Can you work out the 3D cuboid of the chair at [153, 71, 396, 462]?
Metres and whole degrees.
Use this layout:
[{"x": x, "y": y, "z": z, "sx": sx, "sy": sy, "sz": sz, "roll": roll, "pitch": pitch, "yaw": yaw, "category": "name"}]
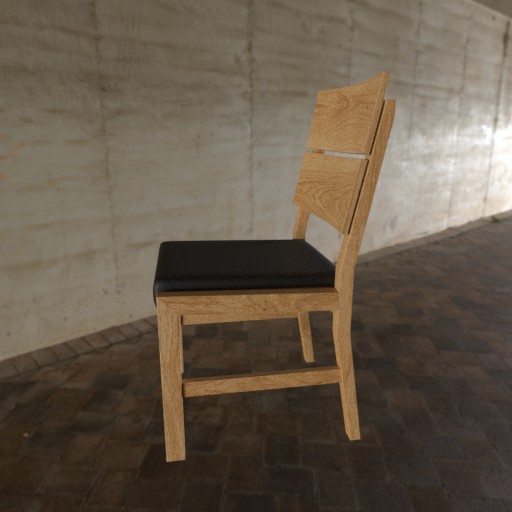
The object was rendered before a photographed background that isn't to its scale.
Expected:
[{"x": 0.000, "y": 0.000, "z": 1.288, "sx": 0.569, "sy": 0.950, "sz": 0.475, "roll": -3, "pitch": 16, "yaw": -9, "category": "chair"}]
